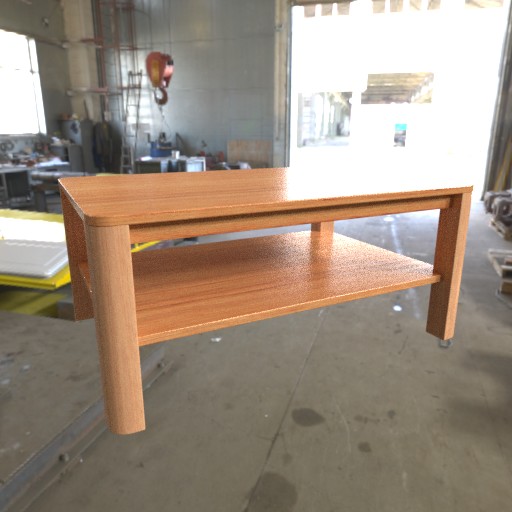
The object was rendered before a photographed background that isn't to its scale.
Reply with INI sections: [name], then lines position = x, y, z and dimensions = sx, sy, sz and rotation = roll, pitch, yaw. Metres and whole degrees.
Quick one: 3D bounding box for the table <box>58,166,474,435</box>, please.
[table]
position = 0.000, 0.000, 1.324
dimensions = 0.997, 0.445, 0.696
rotation = -8, 18, -26
